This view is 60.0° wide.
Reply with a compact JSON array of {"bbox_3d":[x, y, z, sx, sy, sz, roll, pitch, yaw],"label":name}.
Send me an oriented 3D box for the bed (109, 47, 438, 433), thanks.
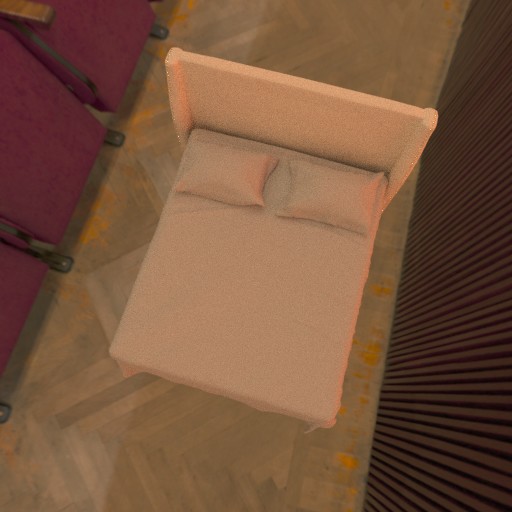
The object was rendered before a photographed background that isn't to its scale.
[{"bbox_3d":[0.000,0.000,3.338,1.925,1.332,2.276,15,73,5],"label":"bed"}]
